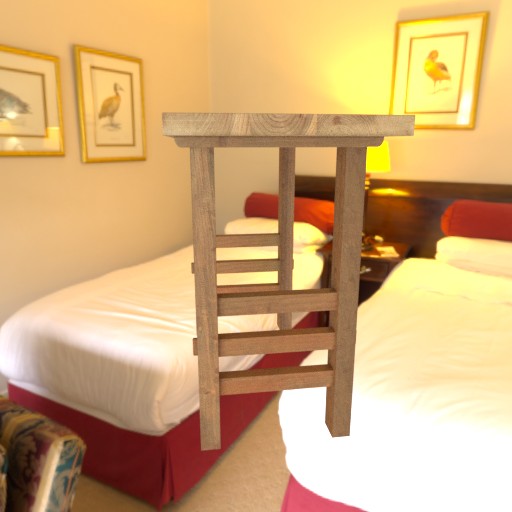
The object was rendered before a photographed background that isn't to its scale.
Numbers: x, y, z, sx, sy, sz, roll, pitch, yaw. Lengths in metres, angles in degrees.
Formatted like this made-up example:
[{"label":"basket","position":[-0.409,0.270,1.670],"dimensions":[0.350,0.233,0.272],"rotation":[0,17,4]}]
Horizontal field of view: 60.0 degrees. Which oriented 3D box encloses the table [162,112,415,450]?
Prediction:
[{"label":"table","position":[0.000,0.000,1.598],"dimensions":[0.556,0.914,1.119],"rotation":[-2,15,-8]}]
